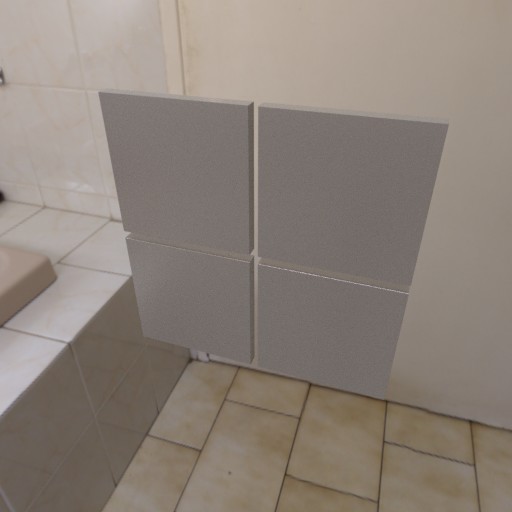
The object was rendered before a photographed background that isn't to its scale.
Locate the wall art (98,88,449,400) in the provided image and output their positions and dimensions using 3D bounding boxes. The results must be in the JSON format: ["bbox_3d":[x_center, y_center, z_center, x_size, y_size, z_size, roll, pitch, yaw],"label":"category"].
[{"bbox_3d":[0.000,0.000,0.913,0.611,0.611,0.029,11,34,16],"label":"wall art"}]
